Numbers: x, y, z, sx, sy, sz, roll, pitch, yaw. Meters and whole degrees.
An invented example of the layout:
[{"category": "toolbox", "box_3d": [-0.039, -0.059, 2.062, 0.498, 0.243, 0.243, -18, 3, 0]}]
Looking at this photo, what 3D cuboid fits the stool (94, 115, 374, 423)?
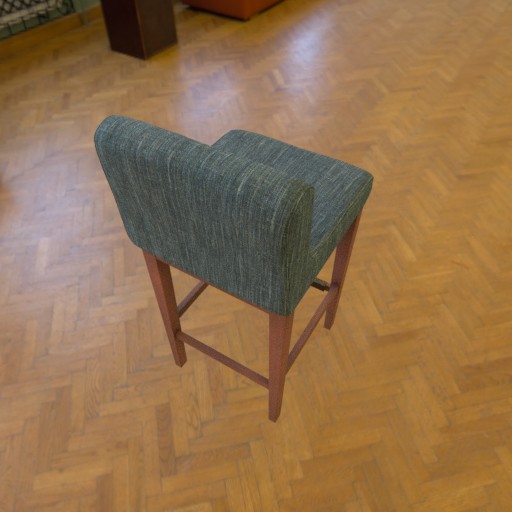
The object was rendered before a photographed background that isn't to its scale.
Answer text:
[{"category": "stool", "box_3d": [0.000, 0.000, 1.107, 0.395, 0.835, 0.459, 24, 51, 21]}]
